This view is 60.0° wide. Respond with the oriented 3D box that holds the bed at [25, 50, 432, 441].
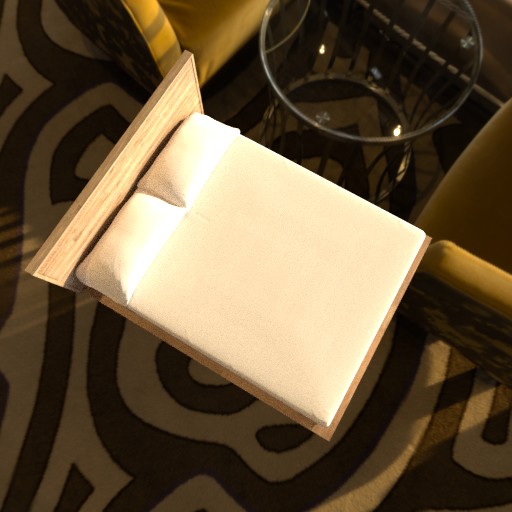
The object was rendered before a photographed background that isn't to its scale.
[{"bbox_3d":[0.000,0.000,3.179,2.145,1.071,1.759,29,78,7],"label":"bed"}]
